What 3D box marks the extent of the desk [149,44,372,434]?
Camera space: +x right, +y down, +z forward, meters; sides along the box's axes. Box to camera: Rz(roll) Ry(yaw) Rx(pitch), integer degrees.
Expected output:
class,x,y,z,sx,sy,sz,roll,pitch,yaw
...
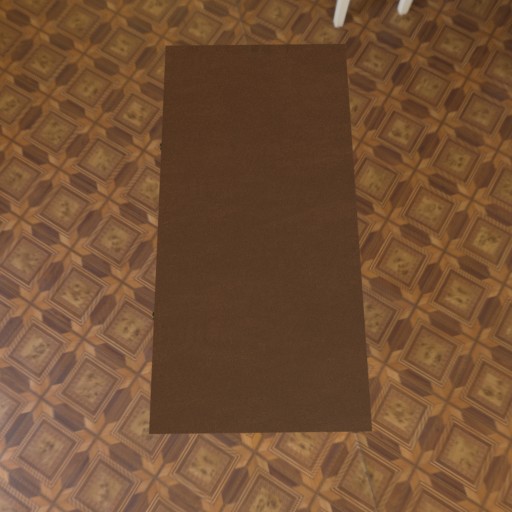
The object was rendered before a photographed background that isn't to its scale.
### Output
class,x,y,z,sx,sy,sz,roll,pitch,yaw
desk,0.000,0.000,1.411,0.510,0.758,0.949,-1,76,0
